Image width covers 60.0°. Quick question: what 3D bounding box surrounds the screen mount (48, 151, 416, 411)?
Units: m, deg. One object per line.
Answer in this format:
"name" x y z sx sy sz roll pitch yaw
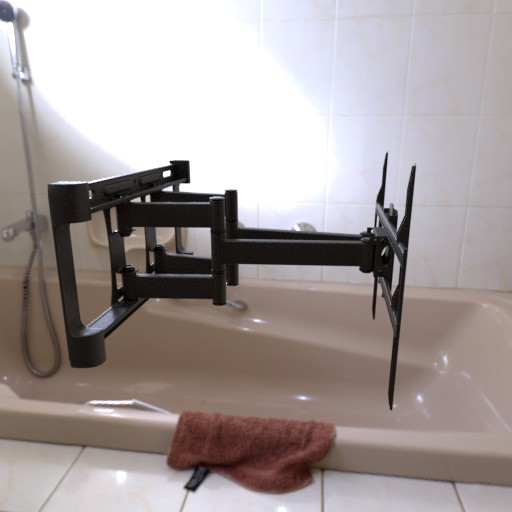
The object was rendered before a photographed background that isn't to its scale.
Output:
"screen mount" 0.000 0.000 0.946 0.556 0.424 0.571 3 16 10
